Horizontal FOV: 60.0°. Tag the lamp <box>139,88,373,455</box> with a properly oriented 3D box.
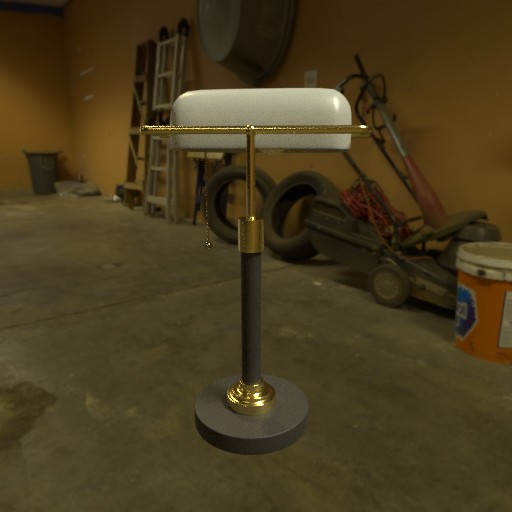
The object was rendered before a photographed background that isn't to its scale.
[{"bbox_3d":[0.000,0.000,0.557,0.269,0.404,0.227,2,14,8],"label":"lamp"}]
